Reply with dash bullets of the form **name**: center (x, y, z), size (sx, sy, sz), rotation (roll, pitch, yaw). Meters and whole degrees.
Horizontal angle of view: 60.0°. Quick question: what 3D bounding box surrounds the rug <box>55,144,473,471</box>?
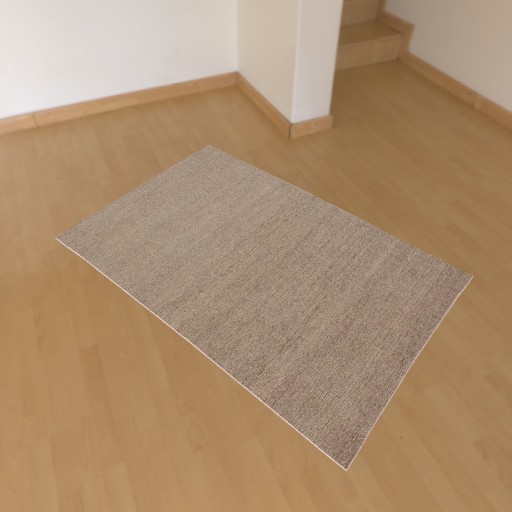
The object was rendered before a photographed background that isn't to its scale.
- **rug**: center (0.000, 0.000, 2.226), size (1.792, 0.021, 1.154), rotation (32, 54, 26)
